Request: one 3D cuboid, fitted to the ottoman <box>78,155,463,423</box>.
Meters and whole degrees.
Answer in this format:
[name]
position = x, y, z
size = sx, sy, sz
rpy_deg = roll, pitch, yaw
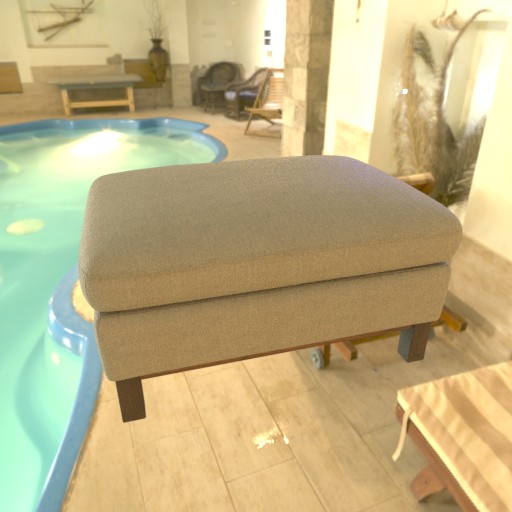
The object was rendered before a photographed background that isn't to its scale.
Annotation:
[ottoman]
position = 0.000, 0.000, 1.048
size = 0.735, 0.404, 0.528
rpy_deg = -7, 28, -14
